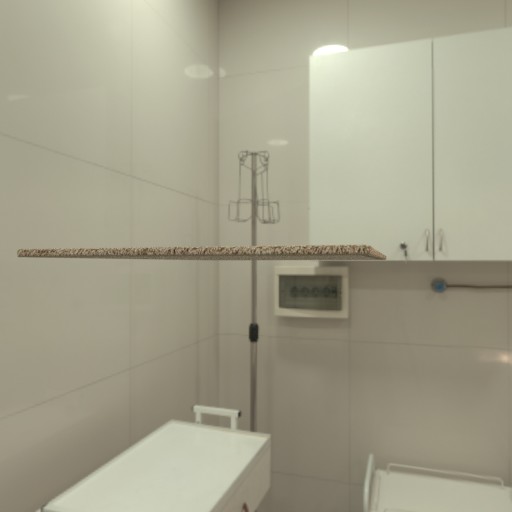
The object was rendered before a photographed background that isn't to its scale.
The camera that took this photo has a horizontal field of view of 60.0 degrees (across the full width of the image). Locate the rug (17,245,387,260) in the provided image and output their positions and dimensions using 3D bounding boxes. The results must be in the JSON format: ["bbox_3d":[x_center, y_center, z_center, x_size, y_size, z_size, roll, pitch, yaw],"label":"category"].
[{"bbox_3d":[0.000,0.000,2.225,1.219,0.030,1.778,0,-1,18],"label":"rug"}]
